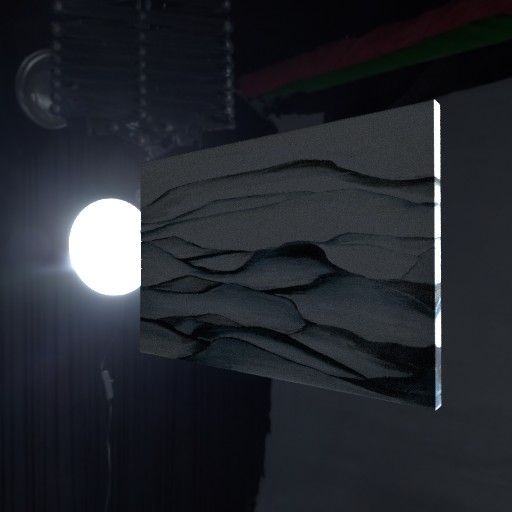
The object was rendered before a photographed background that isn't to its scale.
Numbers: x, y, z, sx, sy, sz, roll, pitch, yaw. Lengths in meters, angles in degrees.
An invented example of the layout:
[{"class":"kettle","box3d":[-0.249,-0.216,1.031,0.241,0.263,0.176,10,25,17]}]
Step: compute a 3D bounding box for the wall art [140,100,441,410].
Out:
[{"class":"wall art","box3d":[0.000,0.000,1.160,0.914,0.609,0.039,0,-1,38]}]
